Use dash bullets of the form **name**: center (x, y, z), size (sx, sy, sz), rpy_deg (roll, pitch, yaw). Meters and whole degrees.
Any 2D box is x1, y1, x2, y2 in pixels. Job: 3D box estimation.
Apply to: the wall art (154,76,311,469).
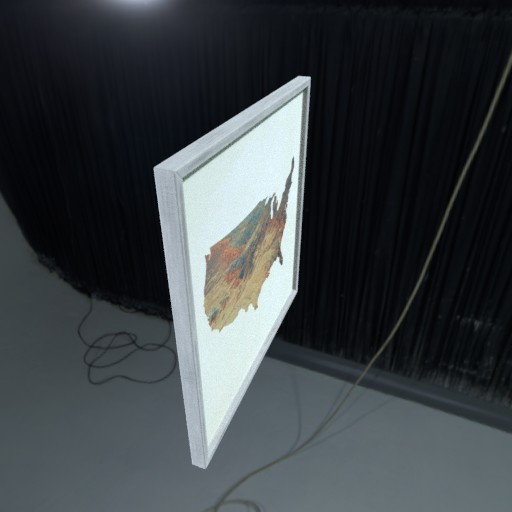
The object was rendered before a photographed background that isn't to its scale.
- **wall art**: center (0.000, 0.000, 0.465), size (0.015, 0.303, 0.303), rpy_deg (12, 34, 18)
